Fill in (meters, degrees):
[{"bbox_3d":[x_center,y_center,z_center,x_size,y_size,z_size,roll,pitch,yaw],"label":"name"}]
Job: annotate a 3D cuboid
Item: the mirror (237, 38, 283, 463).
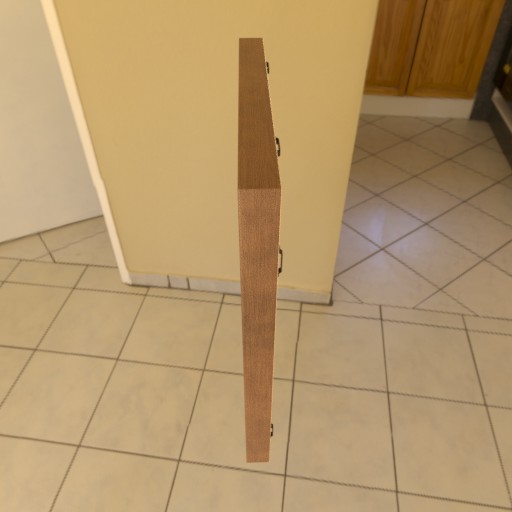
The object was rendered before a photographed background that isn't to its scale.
[{"bbox_3d":[0.000,0.000,0.678,0.041,0.509,0.406,-1,42,-1],"label":"mirror"}]
